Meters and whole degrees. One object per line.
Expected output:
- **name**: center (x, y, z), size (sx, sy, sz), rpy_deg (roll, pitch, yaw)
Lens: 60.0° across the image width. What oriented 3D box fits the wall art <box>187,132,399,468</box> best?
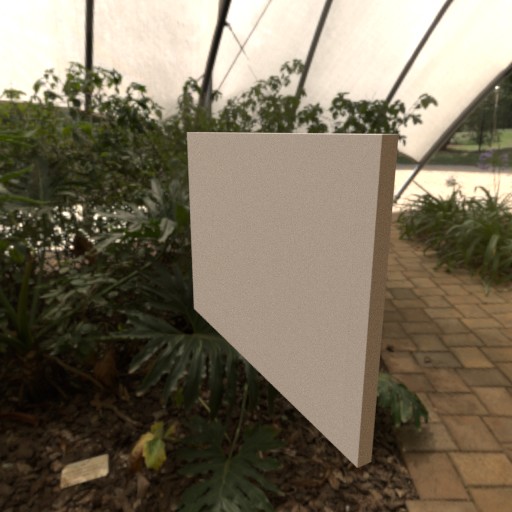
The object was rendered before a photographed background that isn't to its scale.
- **wall art**: center (0.000, 0.000, 1.687), size (0.051, 0.902, 1.308), rpy_deg (-8, 18, -27)
